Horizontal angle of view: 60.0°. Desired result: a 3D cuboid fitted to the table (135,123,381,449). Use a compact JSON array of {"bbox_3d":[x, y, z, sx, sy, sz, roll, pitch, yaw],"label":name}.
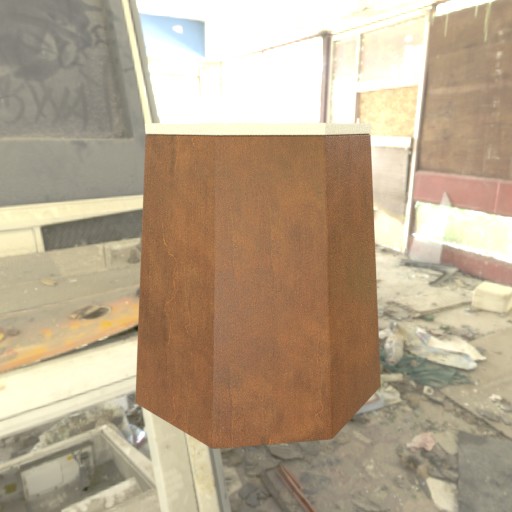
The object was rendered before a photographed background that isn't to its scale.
[{"bbox_3d":[0.000,0.000,0.798,0.439,0.457,0.439,-2,16,-8],"label":"table"}]
